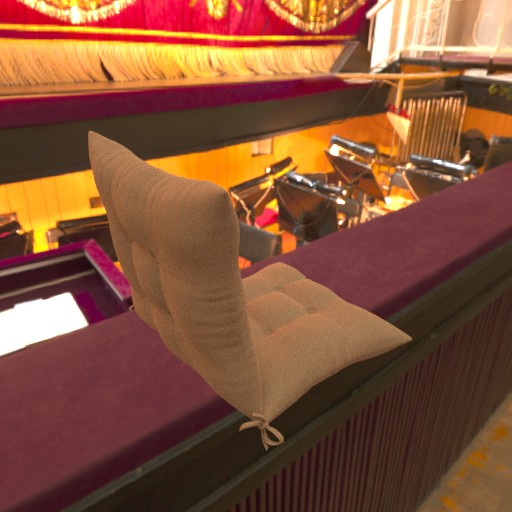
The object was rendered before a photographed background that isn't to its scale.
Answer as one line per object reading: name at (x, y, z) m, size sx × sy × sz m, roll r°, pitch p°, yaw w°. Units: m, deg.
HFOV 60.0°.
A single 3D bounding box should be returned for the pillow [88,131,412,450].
pillow at (0.000, 0.000, 1.001) m, size 0.585 × 0.536 × 0.541 m, roll -19°, pitch 32°, yaw -33°
